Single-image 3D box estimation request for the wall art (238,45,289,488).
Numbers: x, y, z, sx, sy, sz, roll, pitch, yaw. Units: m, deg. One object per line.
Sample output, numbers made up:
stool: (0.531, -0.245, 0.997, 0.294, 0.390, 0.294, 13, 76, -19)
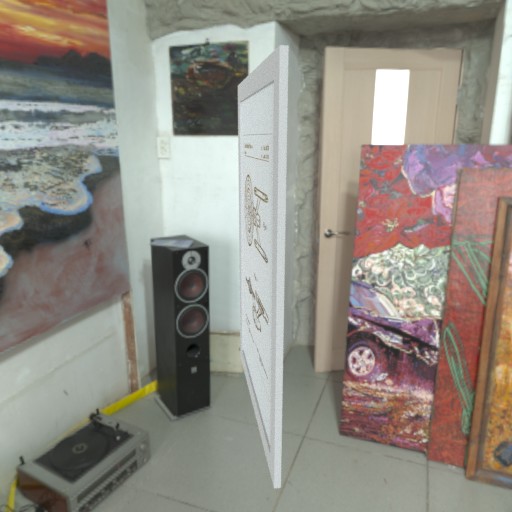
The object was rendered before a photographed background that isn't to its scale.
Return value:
wall art: (0.000, 0.000, 0.849, 0.011, 0.659, 0.454, -2, 15, -9)
